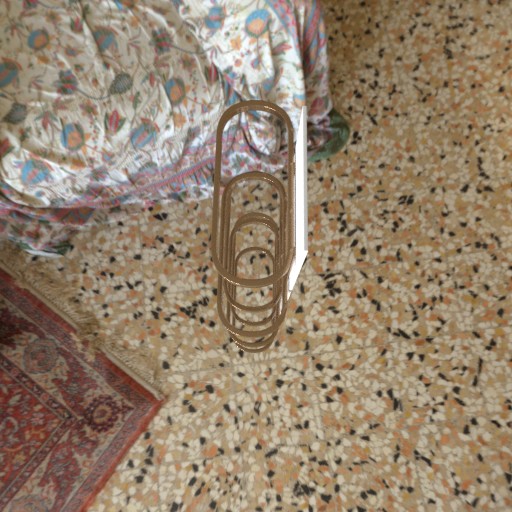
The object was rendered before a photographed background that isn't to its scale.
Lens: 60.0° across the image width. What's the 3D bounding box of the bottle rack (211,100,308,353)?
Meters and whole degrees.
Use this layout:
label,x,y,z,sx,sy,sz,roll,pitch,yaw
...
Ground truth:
label,x,y,z,sx,sy,sz,roll,pitch,yaw
bottle rack,0.000,0.000,0.850,0.118,0.709,0.332,1,75,0
